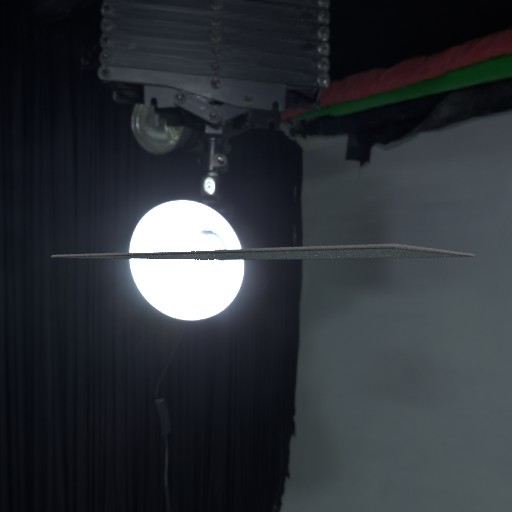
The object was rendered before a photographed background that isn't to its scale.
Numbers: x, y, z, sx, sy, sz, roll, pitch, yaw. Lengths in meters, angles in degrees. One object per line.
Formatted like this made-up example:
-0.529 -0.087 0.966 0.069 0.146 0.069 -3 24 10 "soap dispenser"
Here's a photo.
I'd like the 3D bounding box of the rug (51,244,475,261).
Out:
0.000 0.000 2.060 1.676 0.013 1.067 -1 -2 36 "rug"
